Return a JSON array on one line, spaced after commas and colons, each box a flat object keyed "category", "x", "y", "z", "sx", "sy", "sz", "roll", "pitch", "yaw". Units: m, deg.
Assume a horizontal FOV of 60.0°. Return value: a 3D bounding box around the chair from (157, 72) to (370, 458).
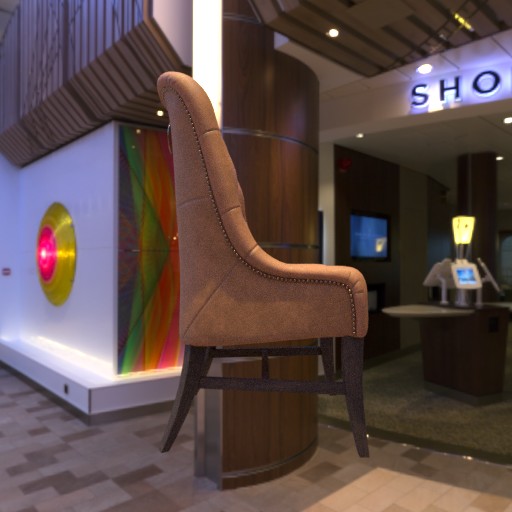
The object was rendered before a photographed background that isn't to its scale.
[{"category": "chair", "x": 0.000, "y": 0.000, "z": 1.490, "sx": 0.629, "sy": 1.091, "sz": 0.634, "roll": 0, "pitch": 0, "yaw": 1}]
